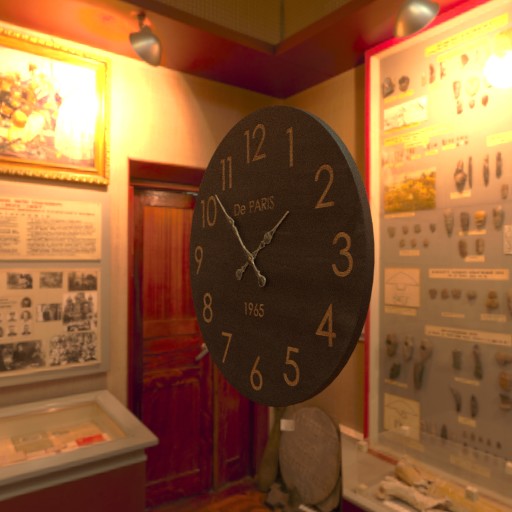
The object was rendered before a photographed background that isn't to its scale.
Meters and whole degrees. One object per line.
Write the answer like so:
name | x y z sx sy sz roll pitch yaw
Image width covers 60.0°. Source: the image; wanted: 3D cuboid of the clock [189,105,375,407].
clock | 0.000 0.000 0.910 0.029 0.595 0.595 0 -1 -35
